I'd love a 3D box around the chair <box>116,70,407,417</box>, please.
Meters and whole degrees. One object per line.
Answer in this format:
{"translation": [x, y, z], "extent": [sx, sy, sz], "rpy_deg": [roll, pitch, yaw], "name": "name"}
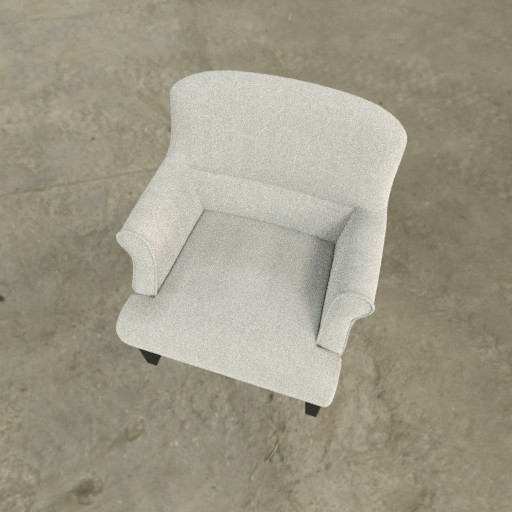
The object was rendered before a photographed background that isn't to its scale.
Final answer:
{"translation": [0.000, 0.000, 1.489], "extent": [0.781, 0.875, 0.750], "rpy_deg": [15, 59, 9], "name": "chair"}
